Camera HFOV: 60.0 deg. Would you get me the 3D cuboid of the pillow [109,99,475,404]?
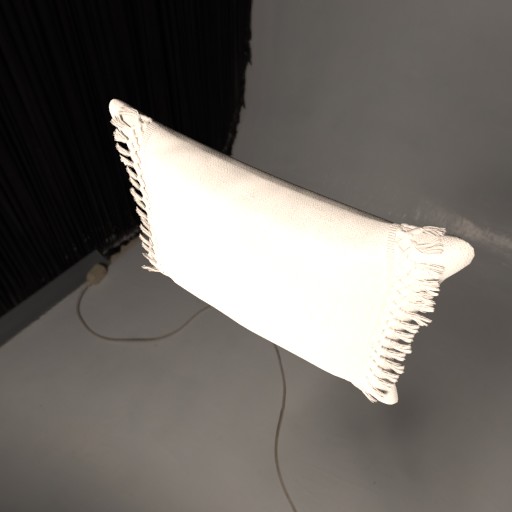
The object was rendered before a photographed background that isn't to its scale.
[{"bbox_3d":[0.000,0.000,0.579,0.466,0.305,0.084,28,52,24],"label":"pillow"}]
